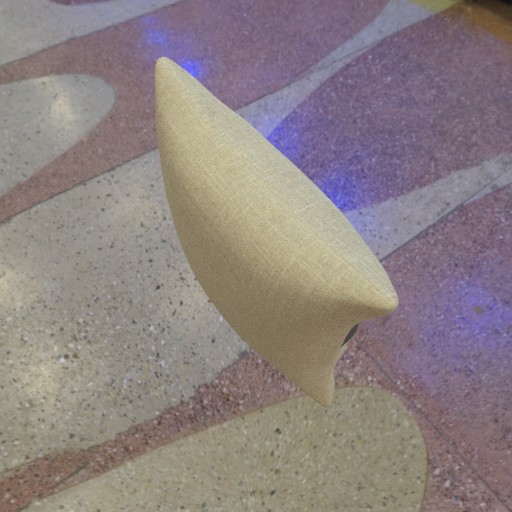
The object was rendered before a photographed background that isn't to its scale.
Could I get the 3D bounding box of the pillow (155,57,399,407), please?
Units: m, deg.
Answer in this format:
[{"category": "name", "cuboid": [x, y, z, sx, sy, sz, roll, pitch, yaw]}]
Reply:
[{"category": "pillow", "cuboid": [0.000, 0.000, 0.631, 0.173, 0.399, 0.414, -31, 64, -17]}]
